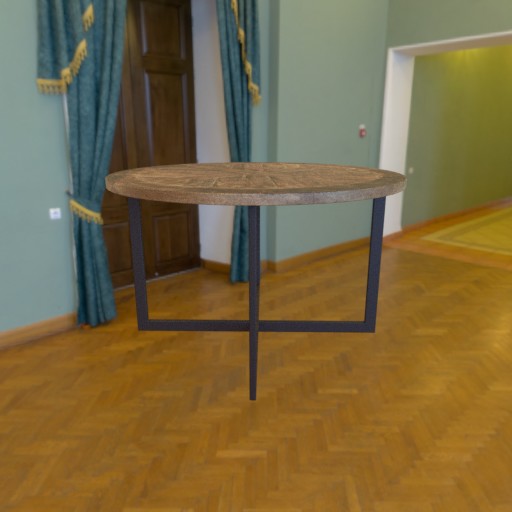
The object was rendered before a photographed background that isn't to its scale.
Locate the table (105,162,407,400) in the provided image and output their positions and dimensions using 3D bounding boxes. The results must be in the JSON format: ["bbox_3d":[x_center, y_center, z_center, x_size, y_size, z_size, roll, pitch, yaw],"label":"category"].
[{"bbox_3d":[0.000,0.000,2.060,1.264,0.762,1.264,0,16,0],"label":"table"}]
